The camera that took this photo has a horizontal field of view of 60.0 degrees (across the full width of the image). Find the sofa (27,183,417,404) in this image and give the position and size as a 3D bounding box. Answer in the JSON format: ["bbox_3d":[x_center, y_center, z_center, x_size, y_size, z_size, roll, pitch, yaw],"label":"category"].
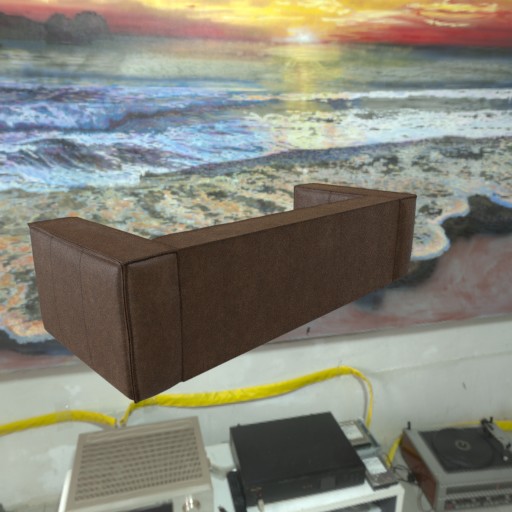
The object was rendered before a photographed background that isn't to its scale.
[{"bbox_3d":[0.000,0.000,3.037,2.581,0.701,1.102,-16,23,-43],"label":"sofa"}]
